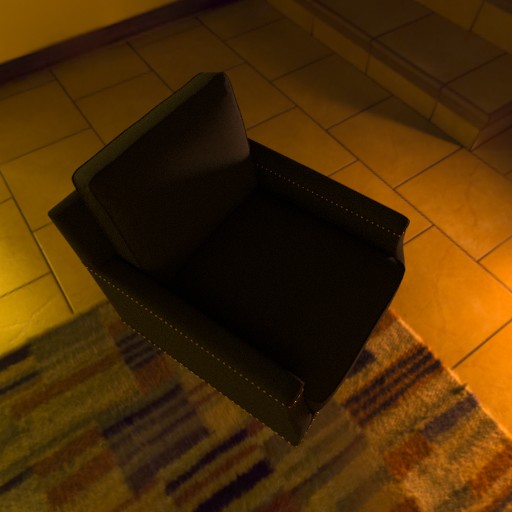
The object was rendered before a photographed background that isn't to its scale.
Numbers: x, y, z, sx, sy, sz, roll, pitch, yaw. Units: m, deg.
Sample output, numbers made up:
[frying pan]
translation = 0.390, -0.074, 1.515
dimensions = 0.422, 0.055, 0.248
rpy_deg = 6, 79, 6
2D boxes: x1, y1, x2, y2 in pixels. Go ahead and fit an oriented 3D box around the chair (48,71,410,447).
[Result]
[chair]
translation = 0.000, 0.000, 1.681
dimensions = 1.014, 0.943, 0.853
rpy_deg = 30, 62, 18
